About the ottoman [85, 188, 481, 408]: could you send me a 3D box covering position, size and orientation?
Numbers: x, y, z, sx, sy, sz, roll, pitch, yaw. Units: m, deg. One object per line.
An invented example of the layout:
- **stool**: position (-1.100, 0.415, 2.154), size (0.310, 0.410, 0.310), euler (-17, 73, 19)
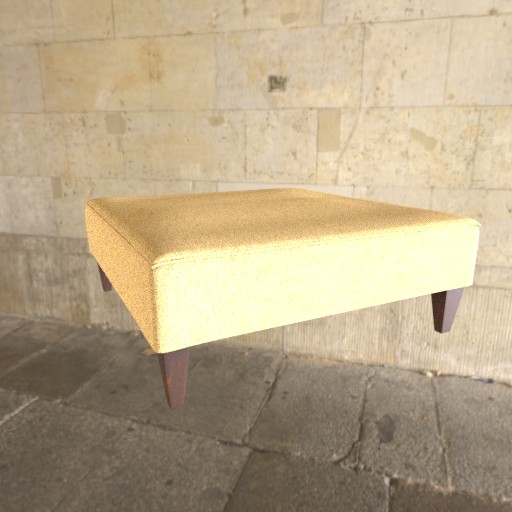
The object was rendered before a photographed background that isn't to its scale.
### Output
- **ottoman**: position (0.000, 0.000, 1.509), size (0.970, 0.378, 0.981), euler (-7, 16, -26)
